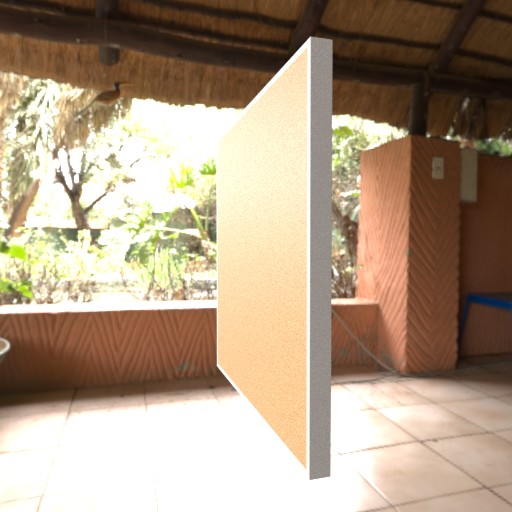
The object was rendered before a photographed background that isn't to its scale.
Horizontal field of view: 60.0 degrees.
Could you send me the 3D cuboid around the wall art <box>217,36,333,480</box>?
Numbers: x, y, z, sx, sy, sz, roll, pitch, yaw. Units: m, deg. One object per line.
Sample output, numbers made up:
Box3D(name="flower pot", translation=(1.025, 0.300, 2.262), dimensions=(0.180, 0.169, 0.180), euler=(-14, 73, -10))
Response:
Box3D(name="wall art", translation=(0.000, 0.000, 1.135), dimensions=(0.041, 0.765, 0.768), euler=(0, 1, -17))
